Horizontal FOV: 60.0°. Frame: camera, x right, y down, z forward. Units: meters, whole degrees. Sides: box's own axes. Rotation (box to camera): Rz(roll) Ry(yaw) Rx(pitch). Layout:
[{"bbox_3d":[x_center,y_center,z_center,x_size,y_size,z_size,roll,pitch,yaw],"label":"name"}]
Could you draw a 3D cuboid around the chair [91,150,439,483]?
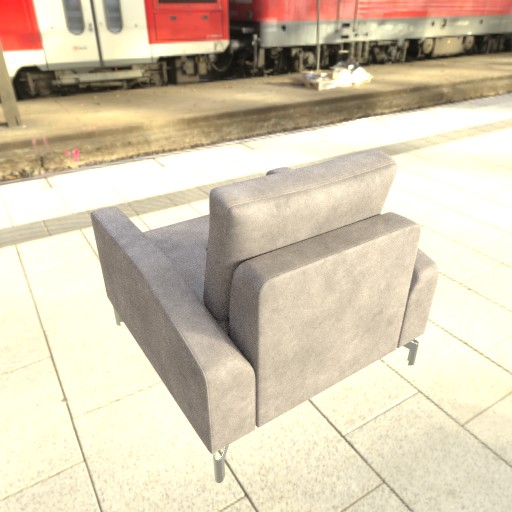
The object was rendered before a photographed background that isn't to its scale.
[{"bbox_3d":[0.000,0.000,1.589,0.900,0.800,0.900,-19,35,-29],"label":"chair"}]
